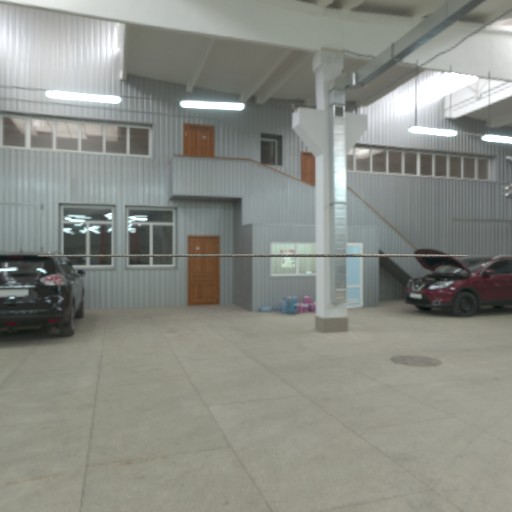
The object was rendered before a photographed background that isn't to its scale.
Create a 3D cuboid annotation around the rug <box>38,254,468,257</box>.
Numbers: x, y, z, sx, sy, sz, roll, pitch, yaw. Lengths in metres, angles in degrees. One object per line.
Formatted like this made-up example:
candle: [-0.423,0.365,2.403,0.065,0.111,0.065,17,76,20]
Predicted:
rug: [0.000,0.000,4.012,3.050,0.016,2.441,0,0,37]
